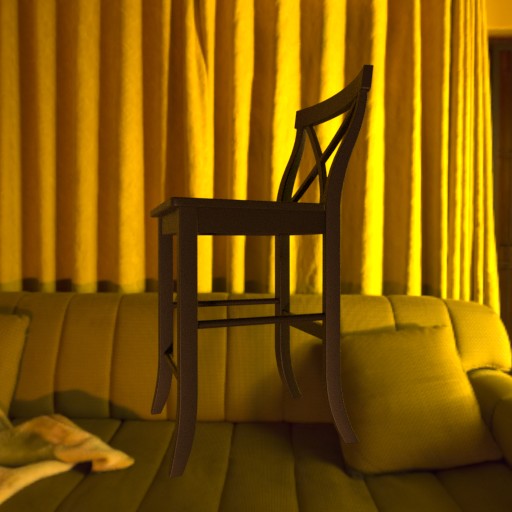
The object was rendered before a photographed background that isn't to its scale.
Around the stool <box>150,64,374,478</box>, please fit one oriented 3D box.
[{"bbox_3d":[0.000,0.000,1.277,0.559,0.989,0.452,-1,2,-19],"label":"stool"}]
